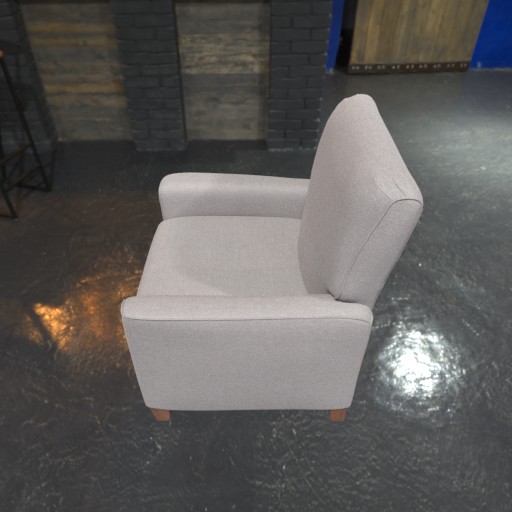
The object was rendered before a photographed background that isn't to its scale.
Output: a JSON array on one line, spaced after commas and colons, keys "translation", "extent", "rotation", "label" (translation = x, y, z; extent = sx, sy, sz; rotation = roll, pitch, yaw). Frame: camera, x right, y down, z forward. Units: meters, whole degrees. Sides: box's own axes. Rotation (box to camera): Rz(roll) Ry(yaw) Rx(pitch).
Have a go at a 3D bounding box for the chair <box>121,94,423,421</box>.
[{"translation": [0.000, 0.000, 1.656], "extent": [0.859, 1.023, 0.845], "rotation": [0, 41, 0], "label": "chair"}]
